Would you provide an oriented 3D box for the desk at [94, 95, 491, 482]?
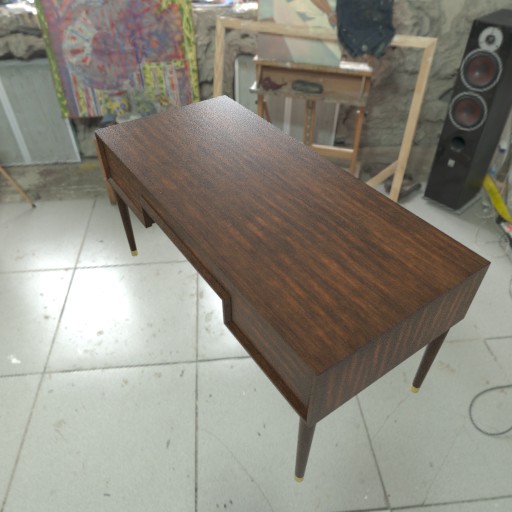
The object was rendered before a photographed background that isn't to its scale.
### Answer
[{"bbox_3d":[0.000,0.000,1.971,0.724,0.762,1.575,-25,48,-25],"label":"desk"}]
